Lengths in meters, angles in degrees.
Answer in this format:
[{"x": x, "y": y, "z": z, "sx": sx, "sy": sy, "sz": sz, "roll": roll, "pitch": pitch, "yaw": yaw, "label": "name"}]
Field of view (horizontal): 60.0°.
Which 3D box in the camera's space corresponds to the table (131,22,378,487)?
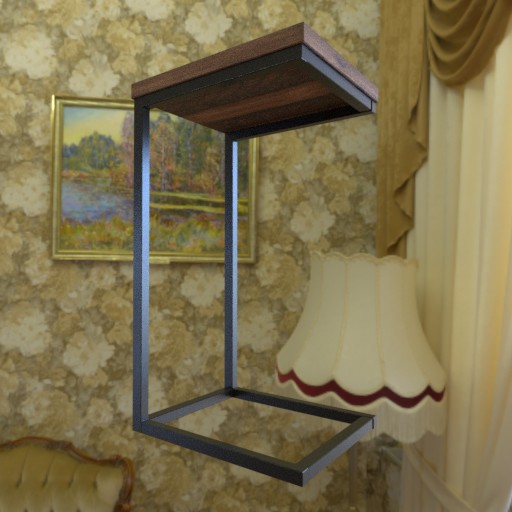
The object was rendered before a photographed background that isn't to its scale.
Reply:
[{"x": 0.000, "y": 0.000, "z": 0.930, "sx": 0.414, "sy": 0.718, "sz": 0.323, "roll": -1, "pitch": -1, "yaw": 36, "label": "table"}]
